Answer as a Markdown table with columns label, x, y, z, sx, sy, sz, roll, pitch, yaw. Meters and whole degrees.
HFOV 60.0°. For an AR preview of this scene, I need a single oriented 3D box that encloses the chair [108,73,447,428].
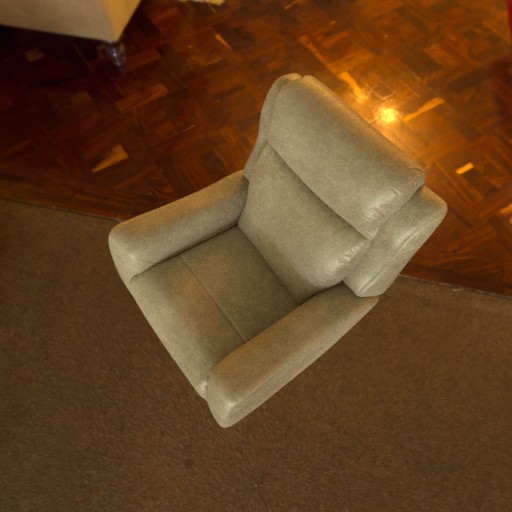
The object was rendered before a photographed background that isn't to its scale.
| label | x | y | z | sx | sy | sz | roll | pitch | yaw |
| --- | --- | --- | --- | --- | --- | --- | --- | --- | --- |
| chair | 0.000 | 0.000 | 1.952 | 1.068 | 1.116 | 0.967 | -34 | 68 | -16 |
